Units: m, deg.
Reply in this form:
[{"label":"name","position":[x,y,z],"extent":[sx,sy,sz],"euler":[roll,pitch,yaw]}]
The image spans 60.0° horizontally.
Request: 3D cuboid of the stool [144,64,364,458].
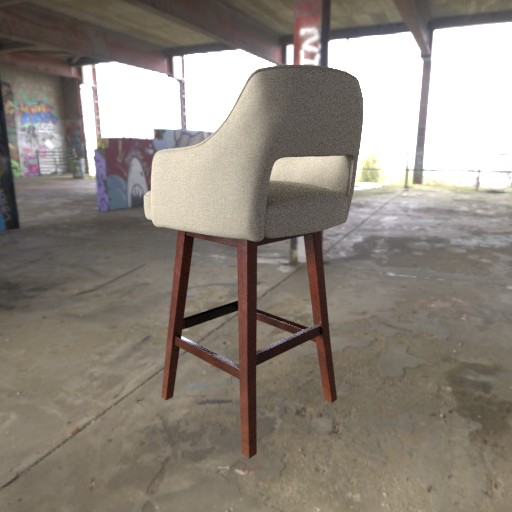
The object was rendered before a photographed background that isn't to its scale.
[{"label":"stool","position":[0.000,0.000,1.391],"extent":[0.550,1.041,0.560],"euler":[-14,19,-43]}]
